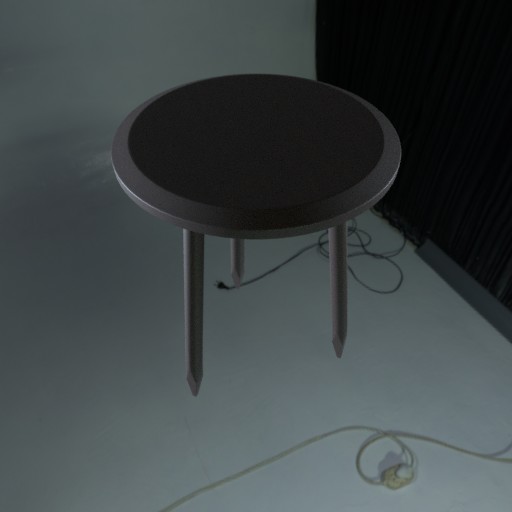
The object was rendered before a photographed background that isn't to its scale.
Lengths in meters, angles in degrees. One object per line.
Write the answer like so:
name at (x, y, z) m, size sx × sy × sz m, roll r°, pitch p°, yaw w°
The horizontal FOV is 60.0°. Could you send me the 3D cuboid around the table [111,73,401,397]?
table at (0.000, 0.000, 0.919) m, size 0.457 × 0.585 × 0.457 m, roll 0°, pitch 46°, yaw 0°
